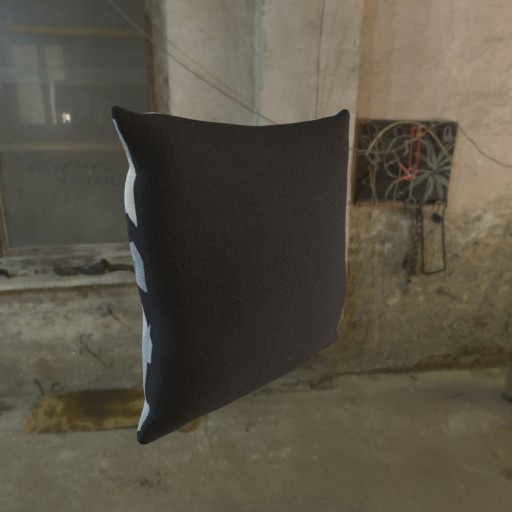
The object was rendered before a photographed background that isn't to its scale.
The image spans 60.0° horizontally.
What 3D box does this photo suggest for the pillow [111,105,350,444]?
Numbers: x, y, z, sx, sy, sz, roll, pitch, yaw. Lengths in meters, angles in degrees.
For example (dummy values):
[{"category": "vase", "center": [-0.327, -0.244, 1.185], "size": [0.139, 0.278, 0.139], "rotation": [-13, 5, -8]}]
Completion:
[{"category": "pillow", "center": [0.000, 0.000, 0.771], "size": [0.503, 0.496, 0.208], "rotation": [-15, 22, -42]}]
